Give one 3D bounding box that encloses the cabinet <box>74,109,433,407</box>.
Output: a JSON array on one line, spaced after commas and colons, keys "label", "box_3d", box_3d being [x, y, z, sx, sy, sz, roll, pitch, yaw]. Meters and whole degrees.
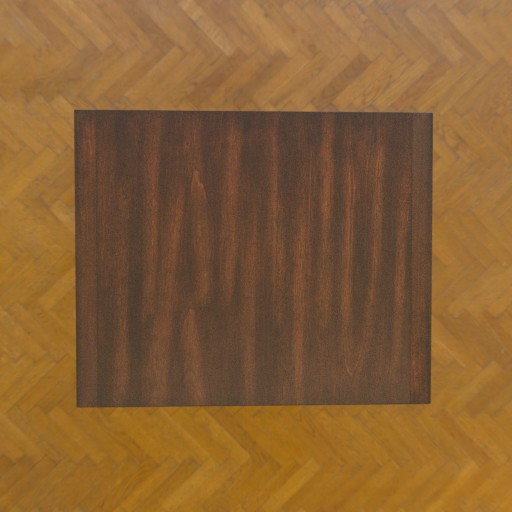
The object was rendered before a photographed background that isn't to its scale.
[{"label": "cabinet", "box_3d": [0.000, 0.000, 0.831, 0.500, 0.455, 0.402, 0, 91, -2]}]
